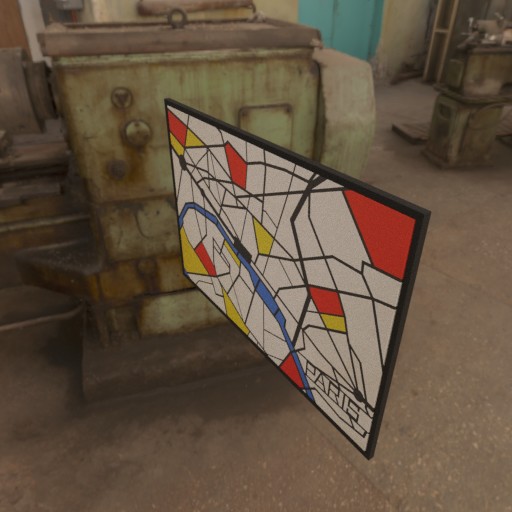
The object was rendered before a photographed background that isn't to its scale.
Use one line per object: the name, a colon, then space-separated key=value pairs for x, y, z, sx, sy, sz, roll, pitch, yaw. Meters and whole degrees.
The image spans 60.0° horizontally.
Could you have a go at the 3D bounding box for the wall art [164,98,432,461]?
wall art: x=0.000 y=0.000 z=0.846 sx=0.013 sy=0.458 sz=0.664 roll=-21 pitch=38 yaw=-29
